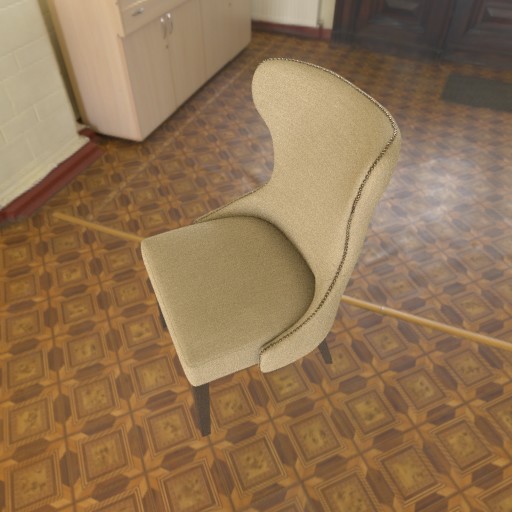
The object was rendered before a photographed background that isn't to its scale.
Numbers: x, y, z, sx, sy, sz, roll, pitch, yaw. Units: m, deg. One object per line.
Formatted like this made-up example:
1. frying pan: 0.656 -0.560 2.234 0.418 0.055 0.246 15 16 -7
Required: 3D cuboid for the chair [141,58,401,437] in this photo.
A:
1. chair: 0.000 0.000 1.376 0.635 0.967 0.628 -17 47 -17
